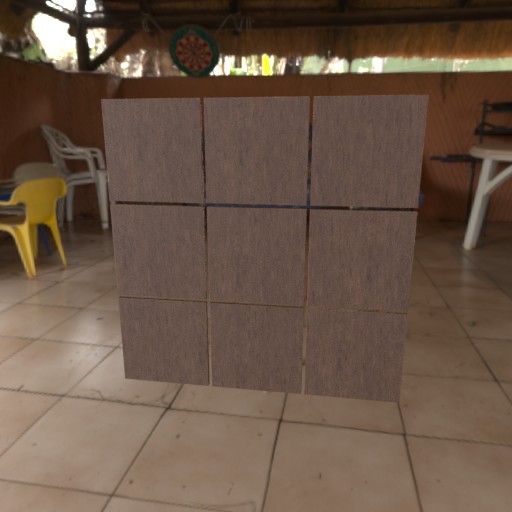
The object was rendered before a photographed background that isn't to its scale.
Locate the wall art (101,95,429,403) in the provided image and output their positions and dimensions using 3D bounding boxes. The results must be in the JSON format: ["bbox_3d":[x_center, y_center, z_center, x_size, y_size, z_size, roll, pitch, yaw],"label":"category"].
[{"bbox_3d":[0.000,0.000,1.351,0.915,0.914,0.013,2,15,9],"label":"wall art"}]
